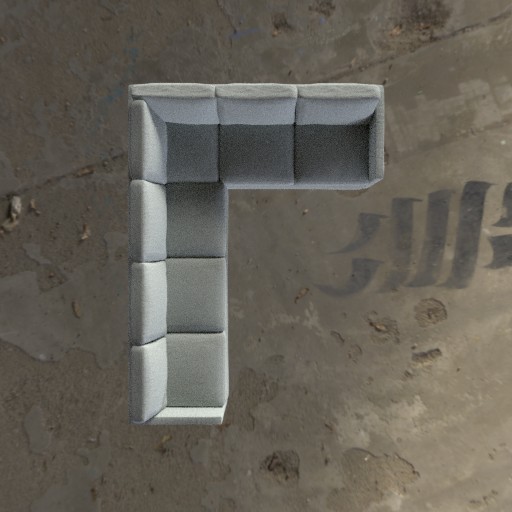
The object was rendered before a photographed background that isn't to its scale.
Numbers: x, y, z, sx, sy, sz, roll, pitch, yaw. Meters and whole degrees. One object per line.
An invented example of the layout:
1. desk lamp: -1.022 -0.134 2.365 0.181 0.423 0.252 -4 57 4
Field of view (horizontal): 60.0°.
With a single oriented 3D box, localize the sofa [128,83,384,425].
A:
1. sofa: 0.000 0.000 4.530 2.522 0.934 3.333 0 91 0
